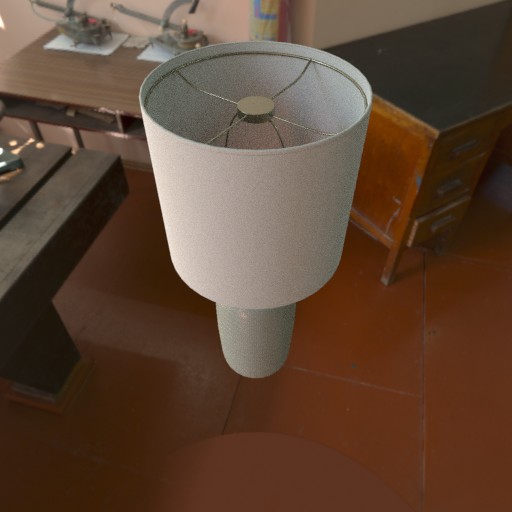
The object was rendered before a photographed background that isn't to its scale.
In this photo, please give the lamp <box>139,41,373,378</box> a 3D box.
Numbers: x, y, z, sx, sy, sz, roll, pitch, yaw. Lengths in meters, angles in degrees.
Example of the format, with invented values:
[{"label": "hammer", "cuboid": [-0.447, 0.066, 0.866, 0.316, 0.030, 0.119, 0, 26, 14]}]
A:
[{"label": "lamp", "cuboid": [0.000, 0.000, 0.597, 0.220, 0.475, 0.220, -32, 55, -27]}]
